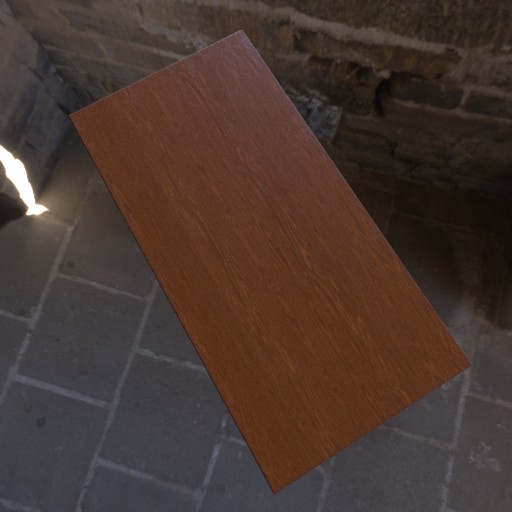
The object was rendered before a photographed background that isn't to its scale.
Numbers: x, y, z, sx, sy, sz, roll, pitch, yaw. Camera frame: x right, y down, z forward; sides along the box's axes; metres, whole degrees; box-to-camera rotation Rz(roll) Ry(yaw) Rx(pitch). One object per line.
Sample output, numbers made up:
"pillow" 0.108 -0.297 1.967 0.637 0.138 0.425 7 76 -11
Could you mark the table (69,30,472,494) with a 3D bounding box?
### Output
"table" 0.000 0.000 2.032 0.811 0.755 1.609 -30 78 -7
